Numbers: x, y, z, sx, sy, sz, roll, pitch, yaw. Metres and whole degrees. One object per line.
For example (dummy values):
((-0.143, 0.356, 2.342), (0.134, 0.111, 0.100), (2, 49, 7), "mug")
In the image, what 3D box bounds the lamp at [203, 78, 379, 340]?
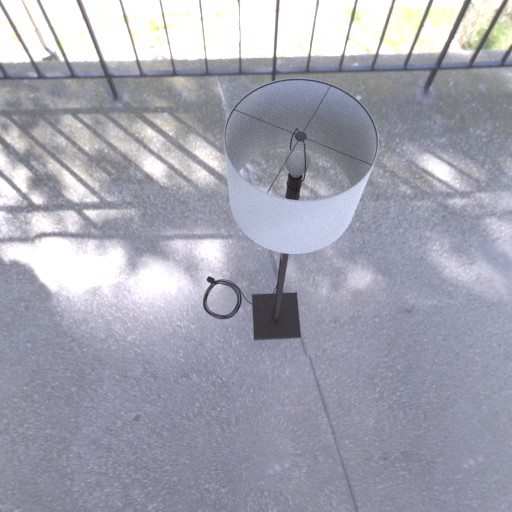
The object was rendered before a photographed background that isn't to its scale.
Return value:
((0.000, 0.000, 1.923), (0.639, 1.650, 0.474), (-3, 65, -1), "lamp")
